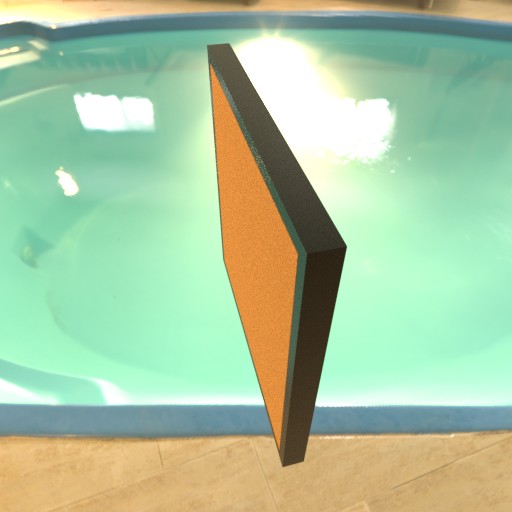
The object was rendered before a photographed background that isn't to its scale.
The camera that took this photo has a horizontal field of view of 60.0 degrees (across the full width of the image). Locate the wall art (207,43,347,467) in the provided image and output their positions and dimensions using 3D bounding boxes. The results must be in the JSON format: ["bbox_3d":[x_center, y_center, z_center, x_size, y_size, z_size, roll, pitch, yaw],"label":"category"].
[{"bbox_3d":[0.000,0.000,0.742,0.038,0.506,0.506,-10,46,-10],"label":"wall art"}]
